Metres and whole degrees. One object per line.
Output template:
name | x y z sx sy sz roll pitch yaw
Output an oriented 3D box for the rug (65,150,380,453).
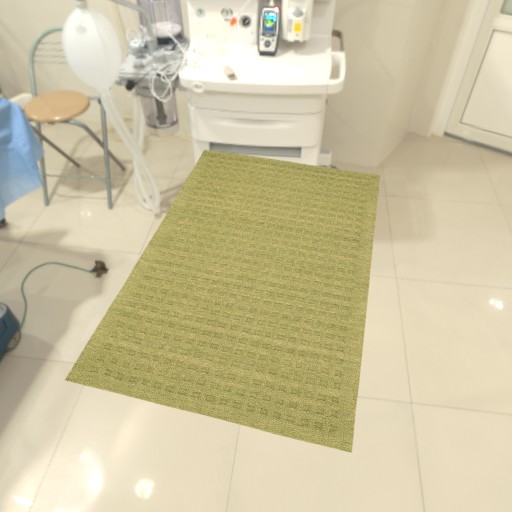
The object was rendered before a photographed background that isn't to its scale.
rug | 0.000 0.000 3.011 1.529 0.007 2.297 10 47 10
